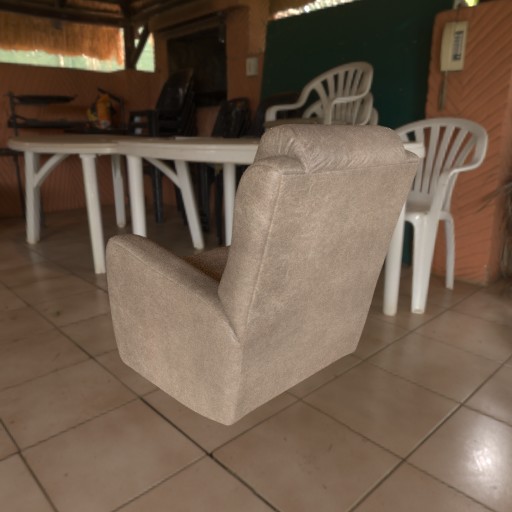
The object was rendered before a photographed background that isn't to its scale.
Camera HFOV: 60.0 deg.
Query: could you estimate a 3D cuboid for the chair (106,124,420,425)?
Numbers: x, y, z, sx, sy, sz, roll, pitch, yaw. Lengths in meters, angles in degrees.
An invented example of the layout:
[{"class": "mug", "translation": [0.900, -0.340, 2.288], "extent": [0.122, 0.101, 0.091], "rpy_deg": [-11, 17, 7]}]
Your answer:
[{"class": "chair", "translation": [0.000, 0.000, 1.974], "extent": [0.967, 1.116, 1.068], "rpy_deg": [-15, 22, -42]}]
